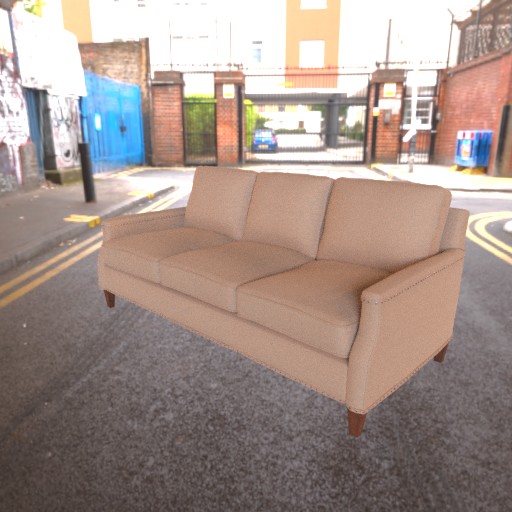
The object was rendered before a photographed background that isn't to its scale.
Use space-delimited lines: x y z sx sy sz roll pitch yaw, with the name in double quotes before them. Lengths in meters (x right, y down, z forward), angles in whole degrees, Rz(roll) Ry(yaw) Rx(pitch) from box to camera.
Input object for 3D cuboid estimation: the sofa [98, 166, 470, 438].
"sofa" 0.000 0.000 2.816 2.246 1.003 1.084 14 21 42
